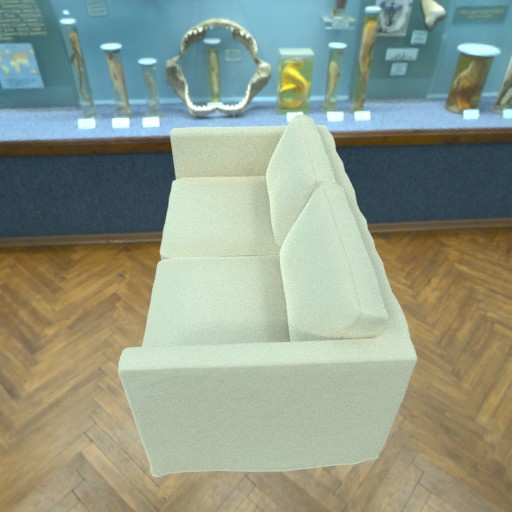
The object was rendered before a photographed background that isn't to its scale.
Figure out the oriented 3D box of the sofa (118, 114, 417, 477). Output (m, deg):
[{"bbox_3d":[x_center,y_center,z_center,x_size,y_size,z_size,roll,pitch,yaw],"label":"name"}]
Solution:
[{"bbox_3d":[0.000,0.000,2.197,0.962,0.834,1.746,-2,41,-2],"label":"sofa"}]
